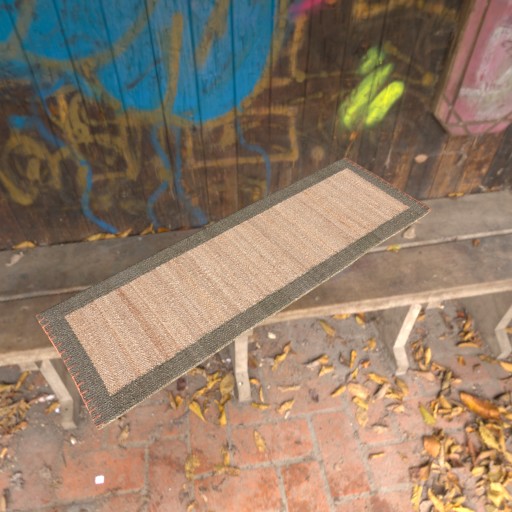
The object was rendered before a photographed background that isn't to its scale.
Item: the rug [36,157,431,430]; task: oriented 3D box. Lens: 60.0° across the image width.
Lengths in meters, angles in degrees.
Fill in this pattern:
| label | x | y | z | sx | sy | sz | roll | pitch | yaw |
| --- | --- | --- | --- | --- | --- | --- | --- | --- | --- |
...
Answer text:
| label | x | y | z | sx | sy | sz | roll | pitch | yaw |
| --- | --- | --- | --- | --- | --- | --- | --- | --- | --- |
| rug | 0.000 | 0.000 | 2.689 | 2.413 | 0.016 | 0.810 | -30 | 53 | -26 |
